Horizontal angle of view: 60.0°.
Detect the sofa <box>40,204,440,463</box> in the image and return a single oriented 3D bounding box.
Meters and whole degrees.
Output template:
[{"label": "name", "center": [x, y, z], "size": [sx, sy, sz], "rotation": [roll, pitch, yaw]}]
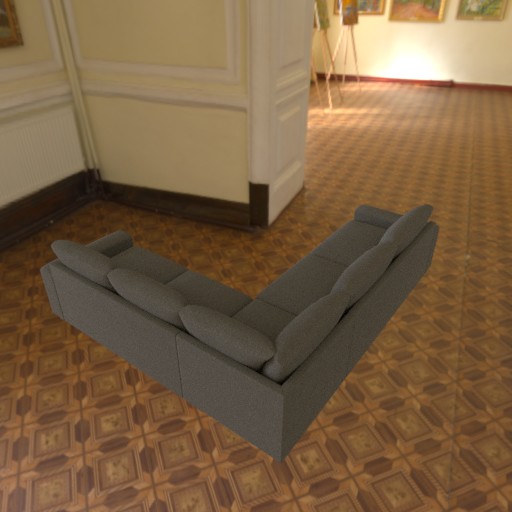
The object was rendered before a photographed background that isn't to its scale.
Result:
[{"label": "sofa", "center": [0.000, 0.000, 4.819], "size": [2.895, 0.965, 3.277], "rotation": [21, 37, 31]}]
